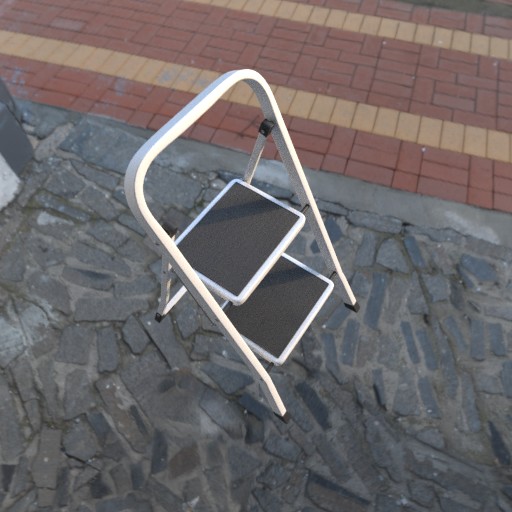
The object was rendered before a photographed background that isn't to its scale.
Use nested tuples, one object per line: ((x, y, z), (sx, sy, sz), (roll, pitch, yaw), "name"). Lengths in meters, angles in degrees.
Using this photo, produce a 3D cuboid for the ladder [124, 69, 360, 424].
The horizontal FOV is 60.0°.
((0.000, 0.000, 1.140), (0.544, 0.810, 0.460), (31, 64, 17), "ladder")
